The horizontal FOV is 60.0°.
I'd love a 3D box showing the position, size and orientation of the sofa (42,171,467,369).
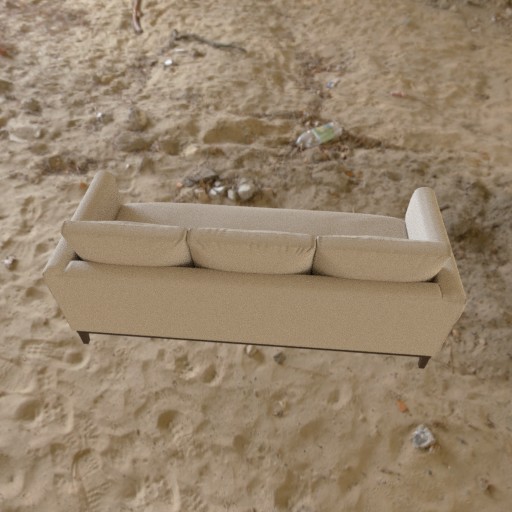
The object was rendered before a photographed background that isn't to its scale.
[{"bbox_3d":[0.000,0.000,2.708,2.198,0.911,0.902,3,47,3],"label":"sofa"}]
